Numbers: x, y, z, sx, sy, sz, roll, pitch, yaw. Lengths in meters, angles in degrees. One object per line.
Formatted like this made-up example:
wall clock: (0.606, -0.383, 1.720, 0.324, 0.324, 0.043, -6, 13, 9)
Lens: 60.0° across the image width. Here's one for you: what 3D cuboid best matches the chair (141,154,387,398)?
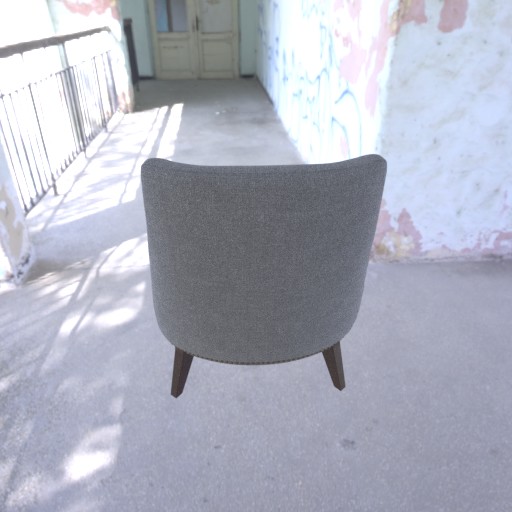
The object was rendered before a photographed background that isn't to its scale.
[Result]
chair: (0.000, 0.000, 1.503, 0.701, 0.909, 0.861, -2, 30, -3)
